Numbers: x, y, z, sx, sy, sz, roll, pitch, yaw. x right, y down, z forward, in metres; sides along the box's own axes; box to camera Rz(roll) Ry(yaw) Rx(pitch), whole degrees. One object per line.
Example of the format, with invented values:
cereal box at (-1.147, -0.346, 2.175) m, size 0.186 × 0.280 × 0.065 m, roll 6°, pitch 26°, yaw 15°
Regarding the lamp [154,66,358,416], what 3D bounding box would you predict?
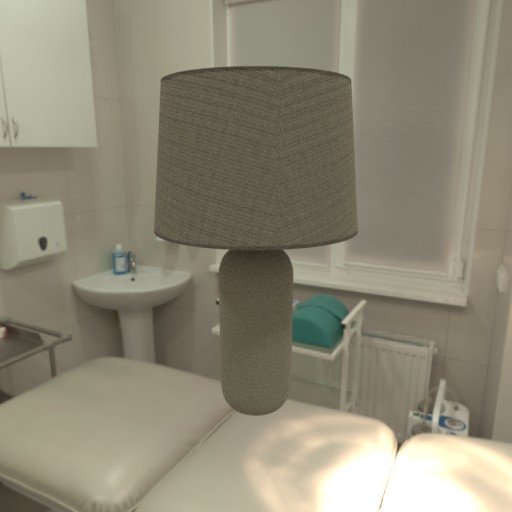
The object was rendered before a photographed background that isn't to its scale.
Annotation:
lamp at (0.000, 0.000, 0.829) m, size 0.367 × 0.609 × 0.367 m, roll 0°, pitch 14°, yaw 0°
